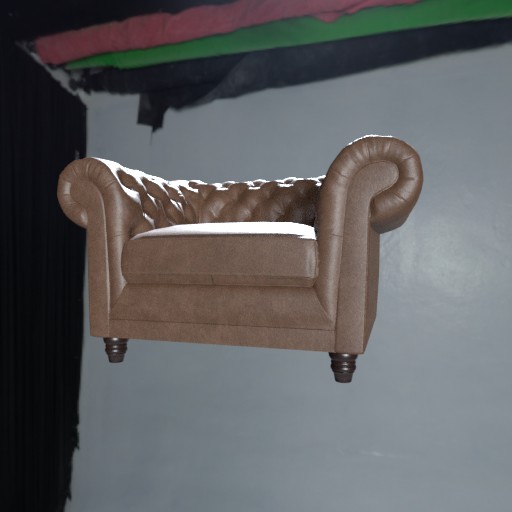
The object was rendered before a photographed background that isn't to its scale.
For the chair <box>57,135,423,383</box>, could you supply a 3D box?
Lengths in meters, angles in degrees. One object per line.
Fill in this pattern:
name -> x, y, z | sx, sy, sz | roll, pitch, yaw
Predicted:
chair -> 0.000, 0.000, 1.895 | 1.298, 0.784, 0.954 | 0, 0, 18
